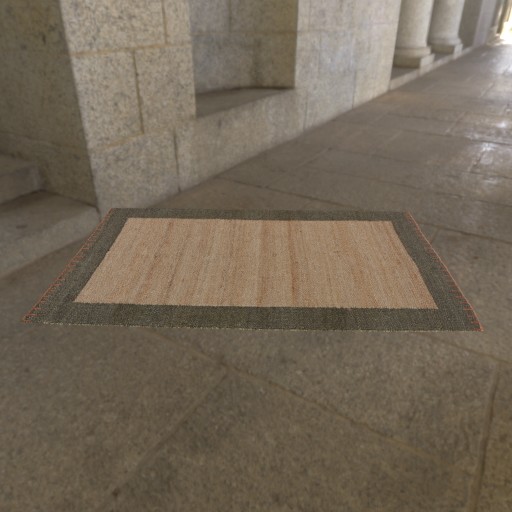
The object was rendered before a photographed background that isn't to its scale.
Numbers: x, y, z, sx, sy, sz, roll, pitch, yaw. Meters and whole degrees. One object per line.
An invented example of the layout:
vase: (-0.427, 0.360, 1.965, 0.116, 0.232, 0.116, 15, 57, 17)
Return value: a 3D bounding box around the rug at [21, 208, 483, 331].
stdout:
rug: (0.000, 0.000, 2.949, 2.435, 0.006, 1.521, 1, 30, 2)
